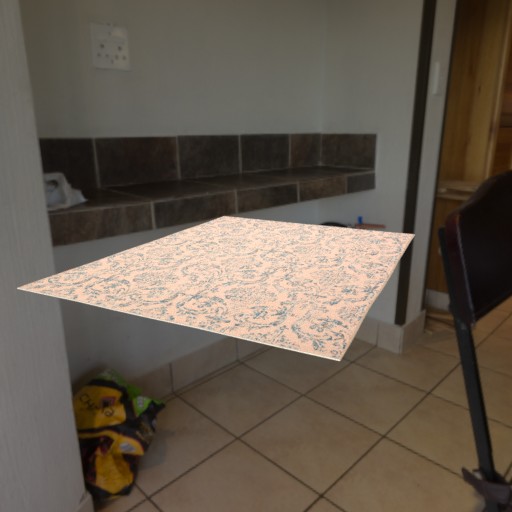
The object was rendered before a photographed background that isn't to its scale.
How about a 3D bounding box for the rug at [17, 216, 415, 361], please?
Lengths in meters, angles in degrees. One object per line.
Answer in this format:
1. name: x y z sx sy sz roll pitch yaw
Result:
1. rug: 0.000 0.000 3.966 2.363 0.012 2.980 8 18 25
